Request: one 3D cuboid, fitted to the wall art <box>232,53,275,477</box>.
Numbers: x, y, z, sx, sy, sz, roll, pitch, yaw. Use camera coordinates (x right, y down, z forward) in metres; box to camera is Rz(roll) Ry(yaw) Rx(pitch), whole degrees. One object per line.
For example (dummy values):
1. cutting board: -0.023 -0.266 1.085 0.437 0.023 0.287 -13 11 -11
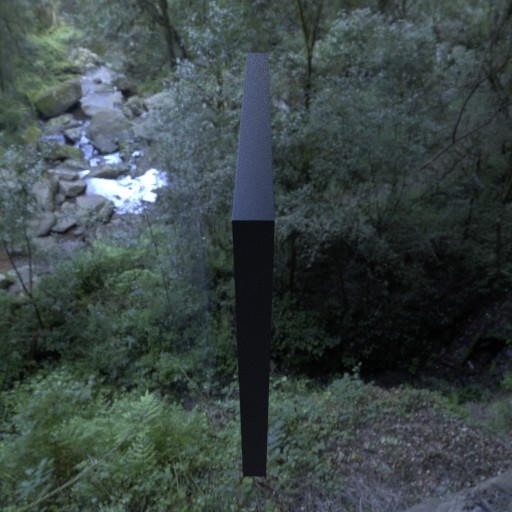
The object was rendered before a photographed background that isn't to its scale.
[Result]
1. wall art: 0.000 0.000 0.750 0.038 0.508 0.508 0 40 0
